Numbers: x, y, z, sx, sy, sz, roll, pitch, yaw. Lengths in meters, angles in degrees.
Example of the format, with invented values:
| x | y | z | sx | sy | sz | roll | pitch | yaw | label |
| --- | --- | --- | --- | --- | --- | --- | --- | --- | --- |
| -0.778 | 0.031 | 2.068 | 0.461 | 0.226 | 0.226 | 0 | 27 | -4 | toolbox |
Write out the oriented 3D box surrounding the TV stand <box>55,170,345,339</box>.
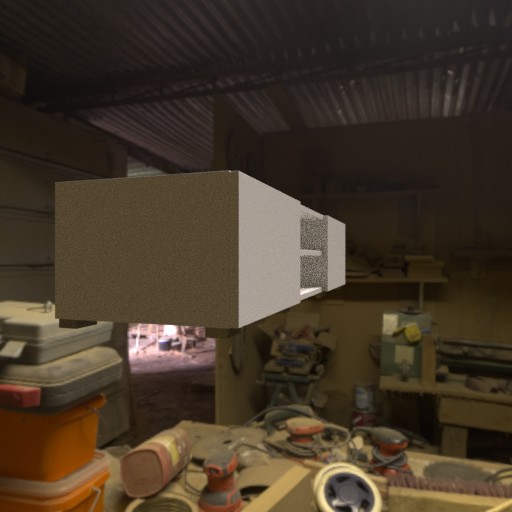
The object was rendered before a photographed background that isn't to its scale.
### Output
| x | y | z | sx | sy | sz | roll | pitch | yaw | label |
| --- | --- | --- | --- | --- | --- | --- | --- | --- | --- |
| 0.000 | 0.000 | 1.536 | 0.420 | 0.310 | 1.400 | 0 | 0 | 19 | TV stand |
